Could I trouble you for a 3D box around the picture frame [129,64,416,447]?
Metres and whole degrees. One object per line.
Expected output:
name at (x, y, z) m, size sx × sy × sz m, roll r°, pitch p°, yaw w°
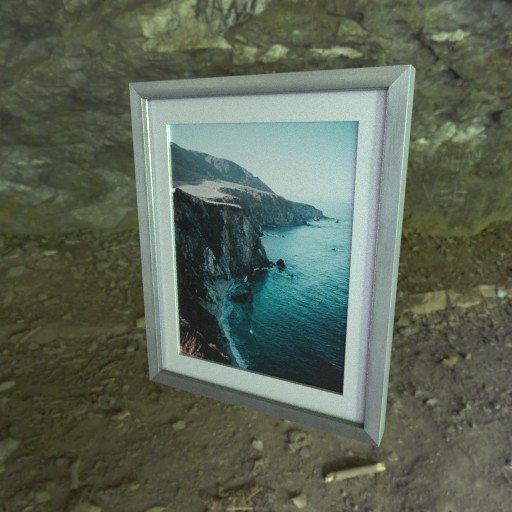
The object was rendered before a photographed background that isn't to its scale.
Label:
picture frame at (0.000, 0.000, 0.735) m, size 0.449 × 0.555 × 0.046 m, roll 7°, pitch 17°, yaw 25°
